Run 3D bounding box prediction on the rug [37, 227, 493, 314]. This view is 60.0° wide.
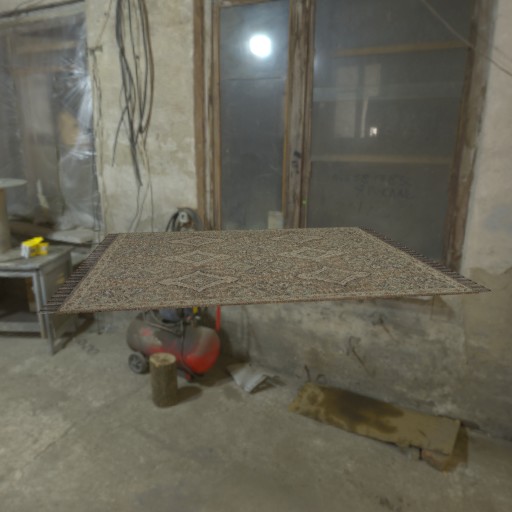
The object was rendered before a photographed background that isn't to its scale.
[{"bbox_3d":[0.000,0.000,4.090,3.056,0.010,2.437,-2,15,-7],"label":"rug"}]
